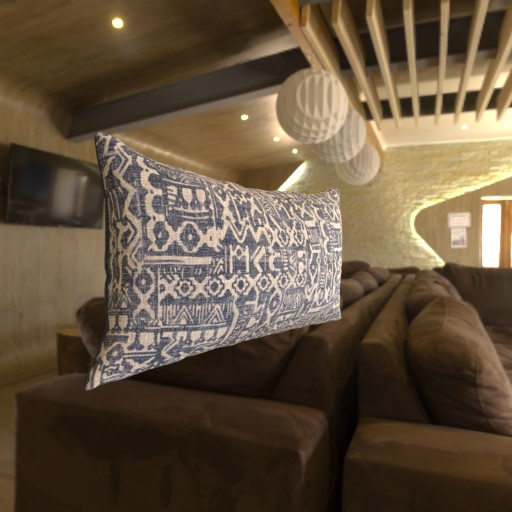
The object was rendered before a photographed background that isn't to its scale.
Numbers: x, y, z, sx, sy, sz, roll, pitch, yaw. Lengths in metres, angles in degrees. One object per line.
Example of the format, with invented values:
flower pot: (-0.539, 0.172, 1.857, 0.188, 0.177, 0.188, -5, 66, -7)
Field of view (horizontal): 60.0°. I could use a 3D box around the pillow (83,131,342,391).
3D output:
pillow: (0.000, 0.000, 0.738, 0.148, 0.292, 0.631, 1, 1, 37)
